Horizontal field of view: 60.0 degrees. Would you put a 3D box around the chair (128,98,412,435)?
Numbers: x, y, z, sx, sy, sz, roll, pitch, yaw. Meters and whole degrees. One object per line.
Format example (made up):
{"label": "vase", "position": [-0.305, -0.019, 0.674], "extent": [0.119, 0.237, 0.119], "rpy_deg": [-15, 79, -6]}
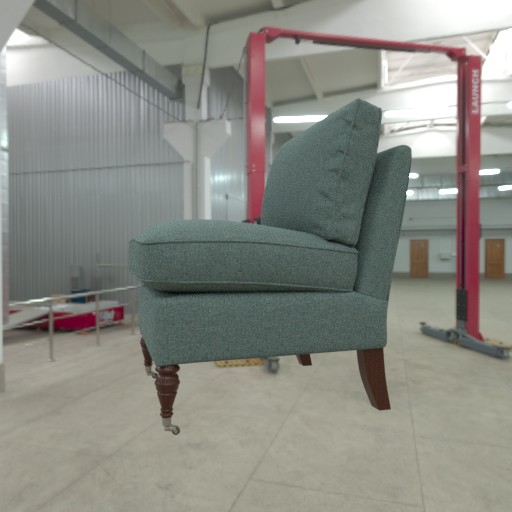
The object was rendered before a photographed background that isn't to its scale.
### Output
{"label": "chair", "position": [0.000, 0.000, 1.468], "extent": [0.796, 0.901, 0.624], "rpy_deg": [0, 1, -19]}
